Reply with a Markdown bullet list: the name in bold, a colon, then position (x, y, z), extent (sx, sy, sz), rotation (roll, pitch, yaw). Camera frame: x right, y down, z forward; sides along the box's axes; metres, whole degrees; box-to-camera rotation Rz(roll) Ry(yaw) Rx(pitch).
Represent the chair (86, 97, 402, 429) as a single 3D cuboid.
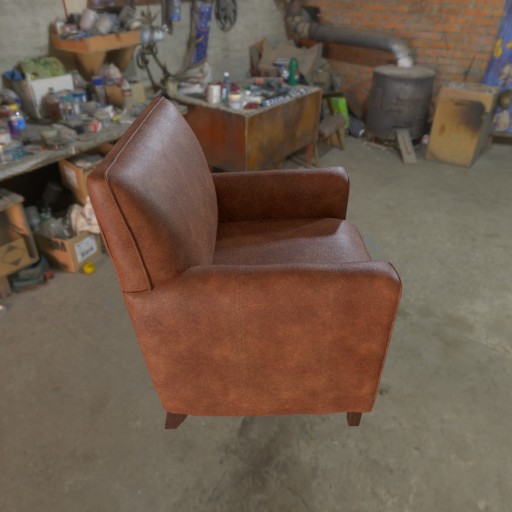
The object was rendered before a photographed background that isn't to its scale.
- **chair**: position (0.000, 0.000, 1.599), extent (0.823, 0.943, 0.870), rotation (0, 32, 0)
